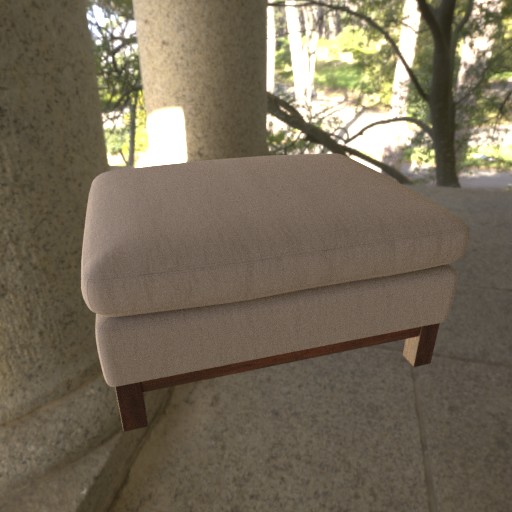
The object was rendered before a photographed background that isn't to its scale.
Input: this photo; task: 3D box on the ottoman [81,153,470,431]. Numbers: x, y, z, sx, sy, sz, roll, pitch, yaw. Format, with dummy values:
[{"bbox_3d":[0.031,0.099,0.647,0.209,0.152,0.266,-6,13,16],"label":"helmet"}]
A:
[{"bbox_3d":[0.000,0.000,1.112,0.771,0.420,0.606,-8,28,-15],"label":"ottoman"}]
